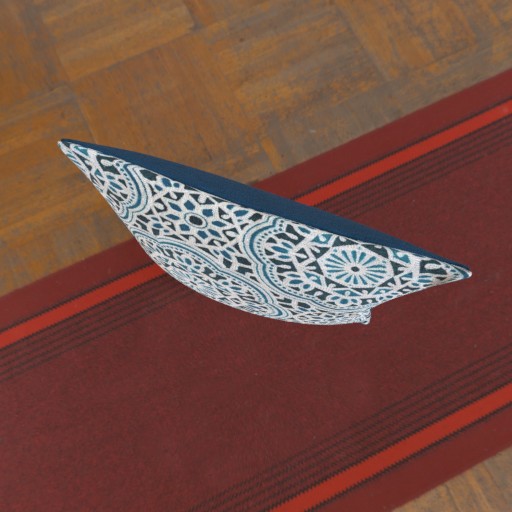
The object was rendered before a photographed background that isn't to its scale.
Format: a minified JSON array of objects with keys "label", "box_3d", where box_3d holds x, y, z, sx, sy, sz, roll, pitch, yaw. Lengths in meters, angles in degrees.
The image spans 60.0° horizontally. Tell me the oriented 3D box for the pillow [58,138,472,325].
[{"label":"pillow","box_3d":[0.000,0.000,0.637,0.440,0.420,0.145,18,76,5]}]
